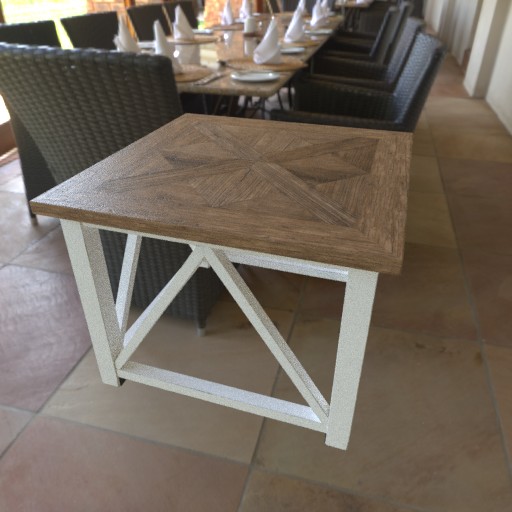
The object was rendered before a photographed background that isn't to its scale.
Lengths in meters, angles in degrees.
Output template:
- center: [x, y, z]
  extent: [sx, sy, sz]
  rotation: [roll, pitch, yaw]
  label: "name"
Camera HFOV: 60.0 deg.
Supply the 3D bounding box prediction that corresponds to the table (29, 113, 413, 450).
- center: [0.000, 0.000, 1.192]
  extent: [0.700, 0.532, 0.700]
  rotation: [10, 33, 15]
  label: "table"
